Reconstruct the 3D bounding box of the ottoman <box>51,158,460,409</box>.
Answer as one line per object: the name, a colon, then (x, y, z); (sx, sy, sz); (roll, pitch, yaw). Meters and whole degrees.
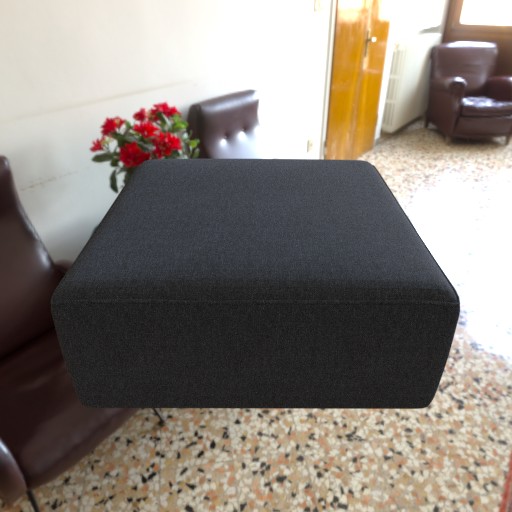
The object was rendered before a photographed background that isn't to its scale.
ottoman: (0.000, 0.000, 1.532); (1.000, 0.439, 1.000); (0, 31, 0)
